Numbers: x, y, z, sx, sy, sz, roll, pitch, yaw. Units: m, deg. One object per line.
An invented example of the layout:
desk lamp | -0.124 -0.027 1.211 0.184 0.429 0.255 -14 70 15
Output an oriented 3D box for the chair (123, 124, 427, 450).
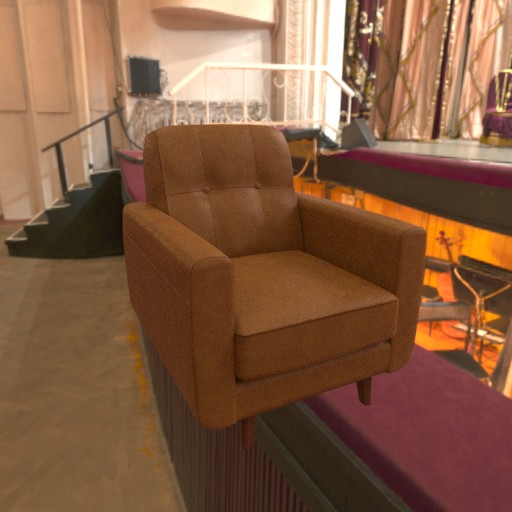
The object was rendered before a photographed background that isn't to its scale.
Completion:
chair | 0.000 0.000 1.704 0.845 0.968 0.942 -9 19 -26
